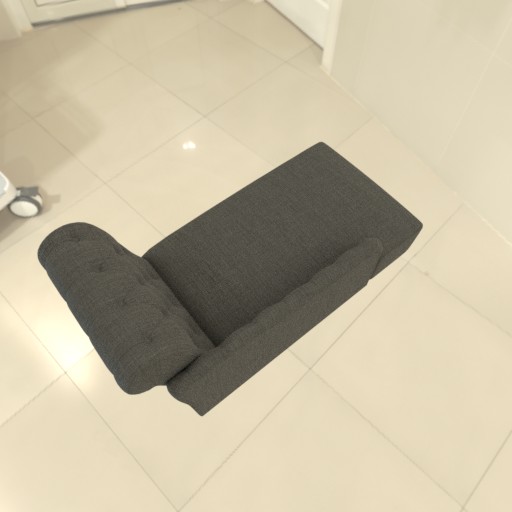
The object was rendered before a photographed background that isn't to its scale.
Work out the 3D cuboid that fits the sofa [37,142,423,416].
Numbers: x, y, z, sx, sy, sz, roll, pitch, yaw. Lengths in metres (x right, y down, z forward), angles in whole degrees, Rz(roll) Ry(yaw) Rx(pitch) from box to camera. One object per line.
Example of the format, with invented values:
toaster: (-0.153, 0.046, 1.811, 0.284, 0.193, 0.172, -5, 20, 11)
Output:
sofa: (0.000, 0.000, 1.837, 1.379, 0.787, 0.675, -35, 65, -19)
